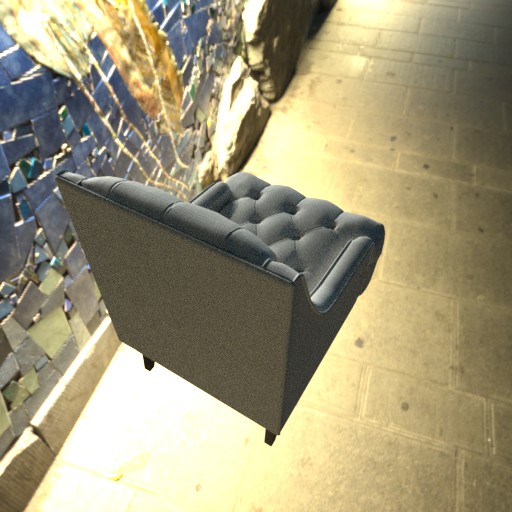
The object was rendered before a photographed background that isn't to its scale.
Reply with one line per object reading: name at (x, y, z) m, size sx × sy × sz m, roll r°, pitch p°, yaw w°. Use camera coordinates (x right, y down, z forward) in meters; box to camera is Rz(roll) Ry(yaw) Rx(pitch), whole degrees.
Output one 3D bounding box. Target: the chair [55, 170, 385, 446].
chair at (0.000, 0.000, 1.441) m, size 0.658 × 0.891 × 0.772 m, roll 24°, pitch 51°, yaw 21°
